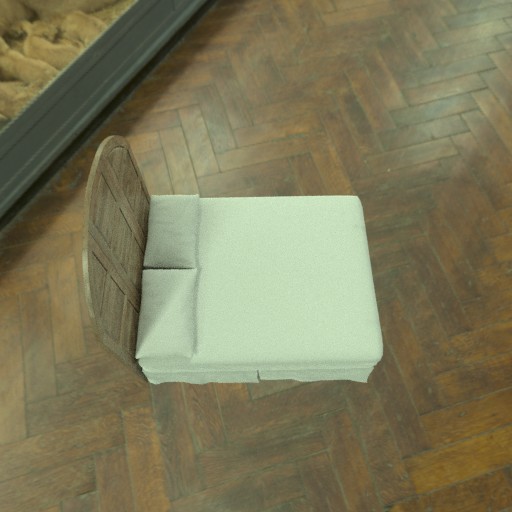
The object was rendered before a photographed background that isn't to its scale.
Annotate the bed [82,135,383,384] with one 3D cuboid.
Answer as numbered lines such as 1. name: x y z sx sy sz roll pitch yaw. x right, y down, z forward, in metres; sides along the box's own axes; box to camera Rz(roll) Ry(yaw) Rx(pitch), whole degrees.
1. bed: 0.000 0.000 3.597 2.112 2.002 1.713 -1 64 -1
